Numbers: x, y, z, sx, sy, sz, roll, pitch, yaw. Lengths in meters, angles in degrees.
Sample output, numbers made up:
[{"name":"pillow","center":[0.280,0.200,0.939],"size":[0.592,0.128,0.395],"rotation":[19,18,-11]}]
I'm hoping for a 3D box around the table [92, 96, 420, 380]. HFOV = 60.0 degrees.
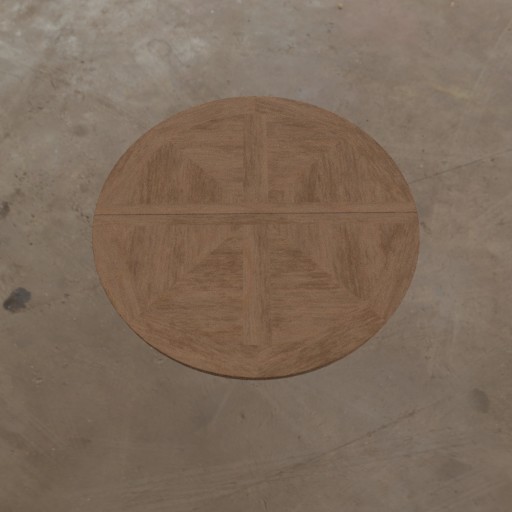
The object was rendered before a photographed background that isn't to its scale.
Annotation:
[{"name":"table","center":[0.000,0.000,2.146],"size":[1.319,0.762,1.319],"rotation":[0,63,0]}]
